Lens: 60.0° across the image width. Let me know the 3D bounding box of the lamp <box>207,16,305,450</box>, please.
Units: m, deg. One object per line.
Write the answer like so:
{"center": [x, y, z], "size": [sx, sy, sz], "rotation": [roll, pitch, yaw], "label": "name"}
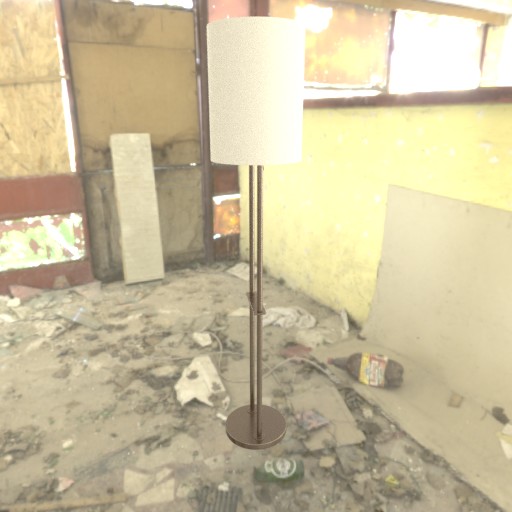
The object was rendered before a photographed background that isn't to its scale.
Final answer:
{"center": [0.000, 0.000, 1.609], "size": [0.305, 1.500, 0.306], "rotation": [-3, 18, -10], "label": "lamp"}
